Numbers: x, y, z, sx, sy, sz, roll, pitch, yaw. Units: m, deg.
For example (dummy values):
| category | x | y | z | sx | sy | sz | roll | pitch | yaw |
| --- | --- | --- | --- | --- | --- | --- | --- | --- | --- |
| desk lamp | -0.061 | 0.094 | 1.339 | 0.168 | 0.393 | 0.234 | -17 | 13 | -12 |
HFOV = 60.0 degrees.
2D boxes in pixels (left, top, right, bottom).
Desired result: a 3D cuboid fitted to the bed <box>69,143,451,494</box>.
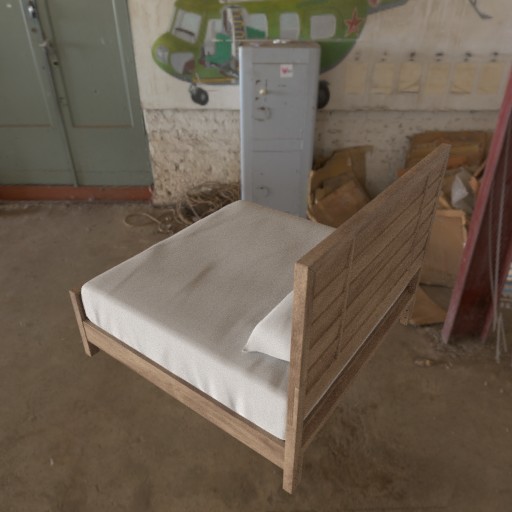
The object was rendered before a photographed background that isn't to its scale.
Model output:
| category | x | y | z | sx | sy | sz | roll | pitch | yaw |
| --- | --- | --- | --- | --- | --- | --- | --- | --- | --- |
| bed | 0.000 | 0.000 | 3.446 | 2.032 | 1.626 | 2.032 | 21 | 37 | 30 |
